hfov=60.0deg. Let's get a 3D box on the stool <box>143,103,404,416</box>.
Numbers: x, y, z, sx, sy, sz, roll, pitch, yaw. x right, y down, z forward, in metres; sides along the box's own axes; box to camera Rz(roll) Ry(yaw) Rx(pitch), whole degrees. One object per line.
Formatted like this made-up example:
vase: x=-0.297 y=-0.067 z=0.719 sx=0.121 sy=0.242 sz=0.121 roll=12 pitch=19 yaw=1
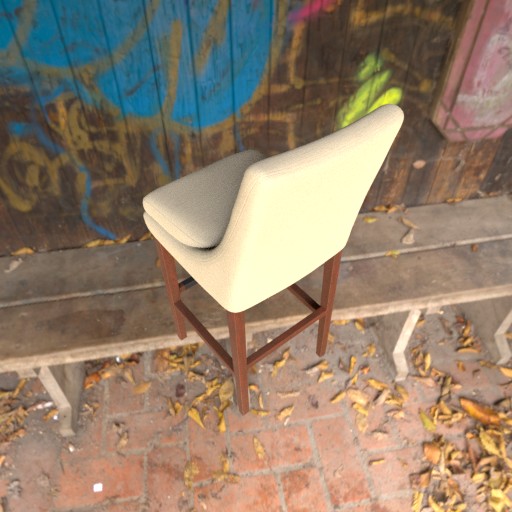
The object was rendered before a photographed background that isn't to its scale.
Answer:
stool: x=0.000 y=0.000 z=1.395 sx=0.470 sy=1.078 sz=0.577 roll=-30 pitch=52 yaw=-26
